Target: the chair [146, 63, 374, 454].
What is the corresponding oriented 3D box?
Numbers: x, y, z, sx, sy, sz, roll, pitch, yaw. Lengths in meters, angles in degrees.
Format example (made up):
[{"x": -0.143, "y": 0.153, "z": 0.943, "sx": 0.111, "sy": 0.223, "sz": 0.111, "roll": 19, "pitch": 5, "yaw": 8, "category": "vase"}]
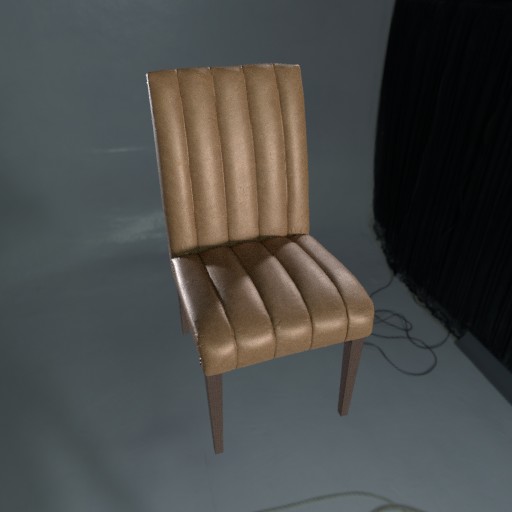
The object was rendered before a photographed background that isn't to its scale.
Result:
[{"x": 0.000, "y": 0.000, "z": 1.380, "sx": 0.511, "sy": 1.016, "sz": 0.647, "roll": -10, "pitch": 34, "yaw": -16, "category": "chair"}]
